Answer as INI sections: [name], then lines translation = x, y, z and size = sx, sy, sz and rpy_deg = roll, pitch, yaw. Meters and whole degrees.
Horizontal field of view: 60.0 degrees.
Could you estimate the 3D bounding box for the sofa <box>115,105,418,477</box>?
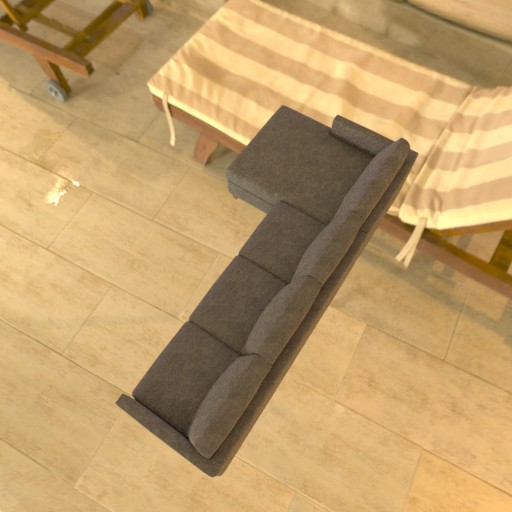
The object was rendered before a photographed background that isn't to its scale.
[sofa]
translation = 0.000, 0.000, 4.163
size = 1.606, 0.954, 3.471
rpy_deg = 31, 68, 14
